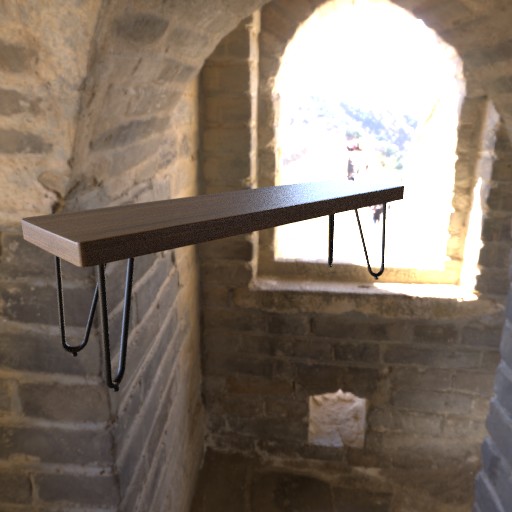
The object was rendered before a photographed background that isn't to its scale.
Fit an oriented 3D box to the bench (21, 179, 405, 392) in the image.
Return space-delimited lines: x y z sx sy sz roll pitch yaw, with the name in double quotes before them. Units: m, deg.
"bench" 0.000 0.000 1.767 1.570 0.462 0.425 -15 22 -42
